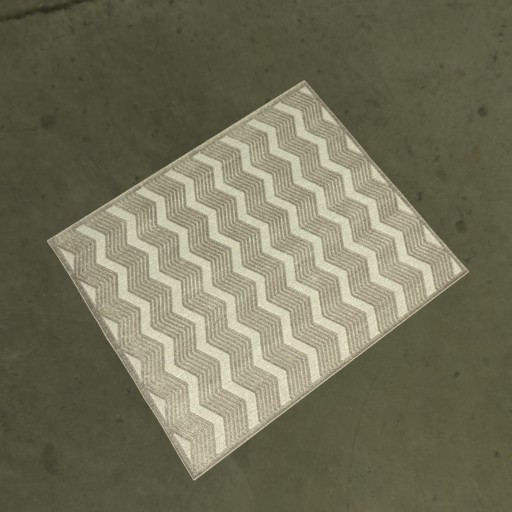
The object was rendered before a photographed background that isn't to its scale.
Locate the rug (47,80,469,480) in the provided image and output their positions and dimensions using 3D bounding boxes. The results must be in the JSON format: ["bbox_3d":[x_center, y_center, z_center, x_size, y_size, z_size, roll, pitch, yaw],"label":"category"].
[{"bbox_3d":[0.000,0.000,3.919,2.880,0.005,2.391,-34,77,-9],"label":"rug"}]
